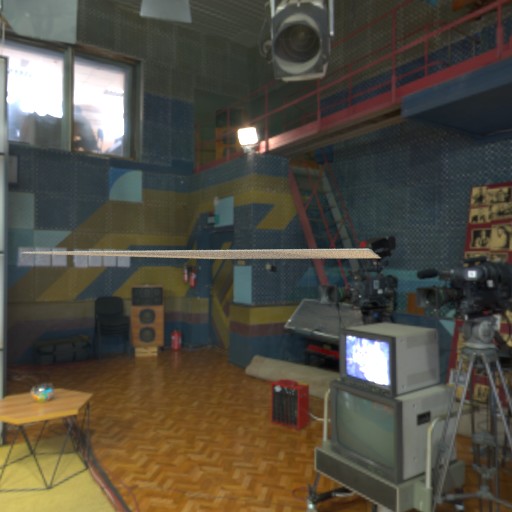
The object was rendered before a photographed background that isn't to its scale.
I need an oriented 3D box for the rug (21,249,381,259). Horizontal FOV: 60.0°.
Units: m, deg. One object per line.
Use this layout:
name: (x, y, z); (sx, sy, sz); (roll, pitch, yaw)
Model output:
rug: (0.000, 0.000, 2.296); (1.219, 0.005, 1.828); (0, -1, 17)
